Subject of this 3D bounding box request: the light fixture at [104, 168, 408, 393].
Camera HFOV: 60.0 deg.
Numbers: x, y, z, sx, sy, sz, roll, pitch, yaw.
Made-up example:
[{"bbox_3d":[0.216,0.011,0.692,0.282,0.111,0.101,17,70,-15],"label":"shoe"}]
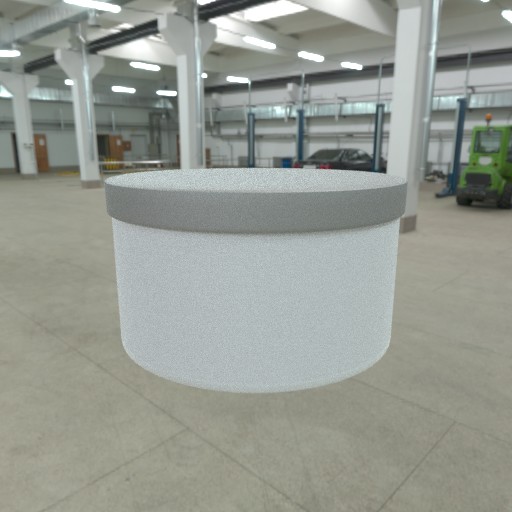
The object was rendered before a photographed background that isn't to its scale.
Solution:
[{"bbox_3d":[0.000,0.000,0.632,0.393,0.229,0.393,0,14,0],"label":"light fixture"}]
